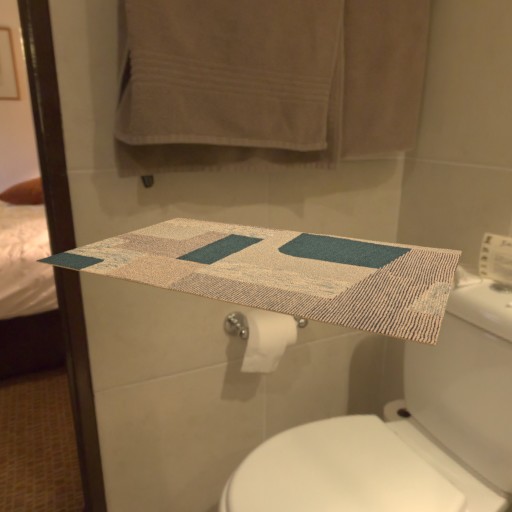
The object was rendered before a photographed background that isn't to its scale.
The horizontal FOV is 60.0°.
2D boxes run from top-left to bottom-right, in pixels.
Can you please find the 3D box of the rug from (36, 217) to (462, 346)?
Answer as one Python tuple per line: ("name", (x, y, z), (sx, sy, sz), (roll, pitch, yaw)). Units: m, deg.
("rug", (0.000, 0.000, 2.980), (2.436, 0.015, 1.521), (9, 19, 26))
